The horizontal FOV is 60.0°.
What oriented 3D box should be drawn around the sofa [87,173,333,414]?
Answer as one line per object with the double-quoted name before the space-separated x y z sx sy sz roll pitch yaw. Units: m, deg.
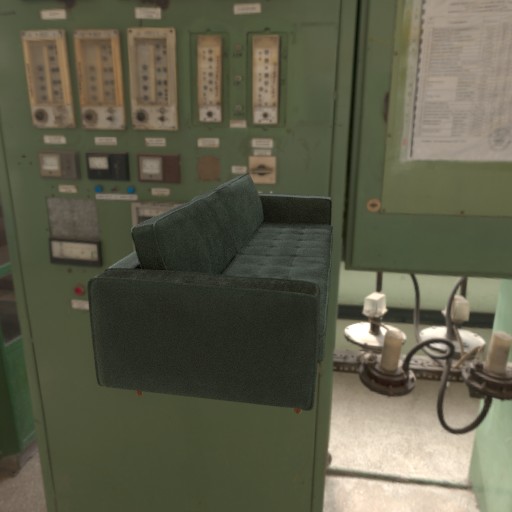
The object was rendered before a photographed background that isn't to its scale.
"sofa" 0.000 0.000 2.628 0.886 0.781 2.214 3 17 10
